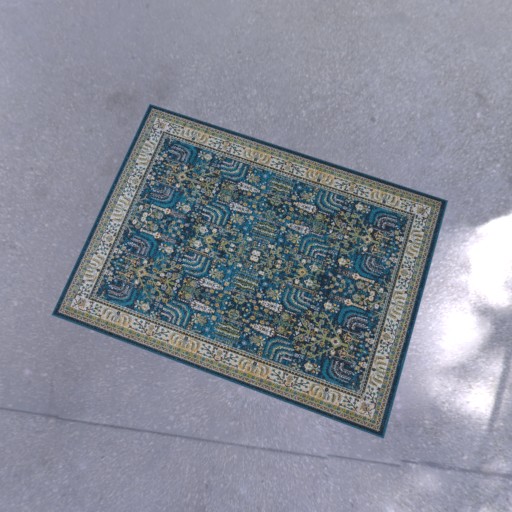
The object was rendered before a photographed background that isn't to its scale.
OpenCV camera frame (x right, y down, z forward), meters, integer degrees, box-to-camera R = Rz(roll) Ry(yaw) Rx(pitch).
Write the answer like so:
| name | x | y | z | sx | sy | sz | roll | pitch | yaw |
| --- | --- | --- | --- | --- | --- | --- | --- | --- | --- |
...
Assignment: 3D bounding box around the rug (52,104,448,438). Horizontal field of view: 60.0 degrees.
| name | x | y | z | sx | sy | sz | roll | pitch | yaw |
| --- | --- | --- | --- | --- | --- | --- | --- | --- | --- |
| rug | 0.000 | 0.000 | 4.043 | 3.044 | 0.015 | 2.226 | 19 | 77 | 5 |
